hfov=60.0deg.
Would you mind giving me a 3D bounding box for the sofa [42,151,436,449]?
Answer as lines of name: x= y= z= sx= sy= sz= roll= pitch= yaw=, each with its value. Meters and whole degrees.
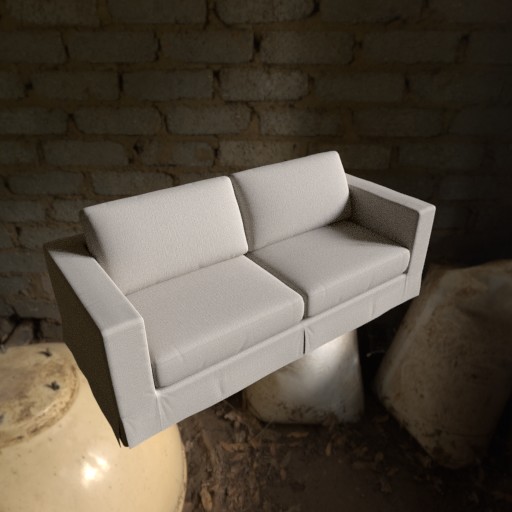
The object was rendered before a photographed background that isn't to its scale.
sofa: x=0.000 y=0.000 z=2.662 sx=2.163 sy=0.881 sz=0.954 roll=-20 pitch=35 yaw=-31
